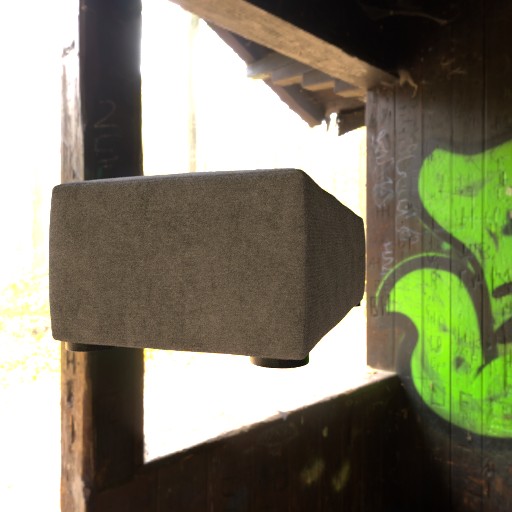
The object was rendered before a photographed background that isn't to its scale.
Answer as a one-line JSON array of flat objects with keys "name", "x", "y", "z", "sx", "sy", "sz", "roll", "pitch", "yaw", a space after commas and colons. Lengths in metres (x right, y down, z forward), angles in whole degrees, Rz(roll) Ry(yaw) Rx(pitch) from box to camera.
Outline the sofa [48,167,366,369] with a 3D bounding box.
[{"name": "sofa", "x": 0.000, "y": 0.000, "z": 1.139, "sx": 0.480, "sy": 0.330, "sz": 0.930, "roll": 0, "pitch": 0, "yaw": 19}]
